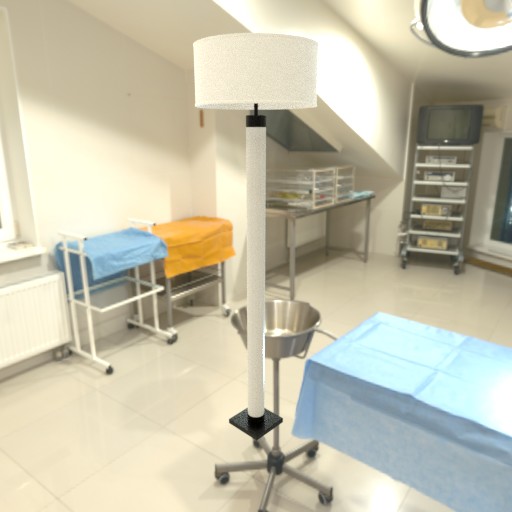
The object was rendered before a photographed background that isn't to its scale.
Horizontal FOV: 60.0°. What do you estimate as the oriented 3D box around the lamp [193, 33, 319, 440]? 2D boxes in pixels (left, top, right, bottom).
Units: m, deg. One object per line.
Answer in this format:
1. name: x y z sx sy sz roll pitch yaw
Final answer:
1. lamp: 0.000 0.000 1.680 0.420 1.475 0.420 14 21 42
